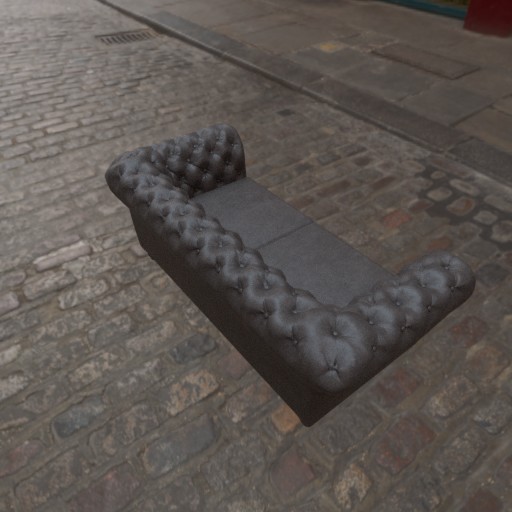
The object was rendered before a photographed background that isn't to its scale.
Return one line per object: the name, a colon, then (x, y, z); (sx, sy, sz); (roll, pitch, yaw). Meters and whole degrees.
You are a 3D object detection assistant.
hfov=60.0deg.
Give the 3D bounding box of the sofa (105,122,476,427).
sofa: (0.000, 0.000, 2.542); (0.944, 0.779, 2.048); (-27, 47, -28)
